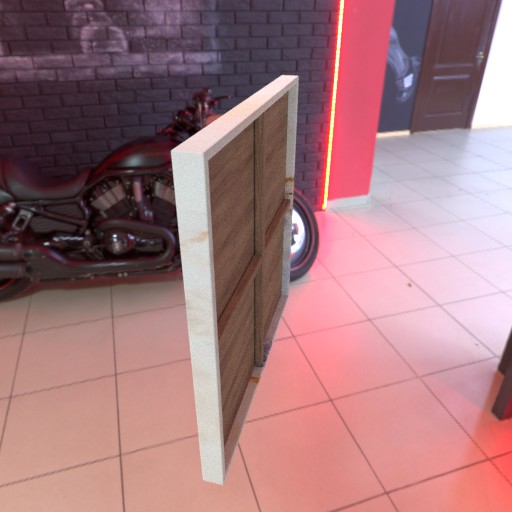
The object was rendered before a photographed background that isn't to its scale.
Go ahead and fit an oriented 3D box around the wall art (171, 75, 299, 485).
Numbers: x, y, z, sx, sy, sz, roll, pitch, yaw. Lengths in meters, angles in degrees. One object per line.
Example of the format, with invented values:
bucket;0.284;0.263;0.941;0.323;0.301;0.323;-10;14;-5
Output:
wall art;0.000;0.000;1.576;0.071;1.061;1.061;7;31;13
